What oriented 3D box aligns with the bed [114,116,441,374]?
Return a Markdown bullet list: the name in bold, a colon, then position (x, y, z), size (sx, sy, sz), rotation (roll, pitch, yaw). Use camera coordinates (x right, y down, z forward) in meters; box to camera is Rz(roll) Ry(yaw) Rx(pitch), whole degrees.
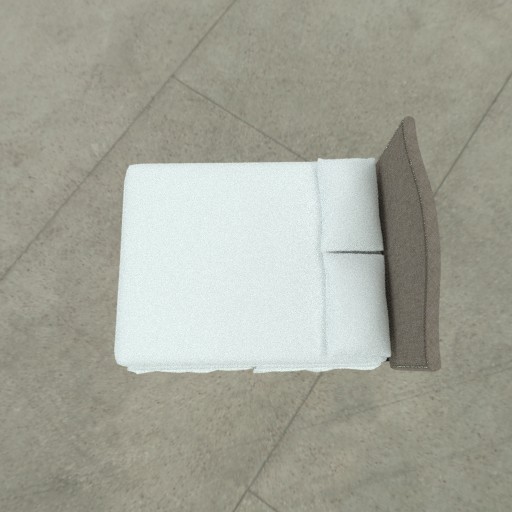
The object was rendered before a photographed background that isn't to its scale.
- **bed**: position (0.000, 0.000, 3.298), size (2.153, 1.518, 1.713), rotation (-1, 76, 0)
